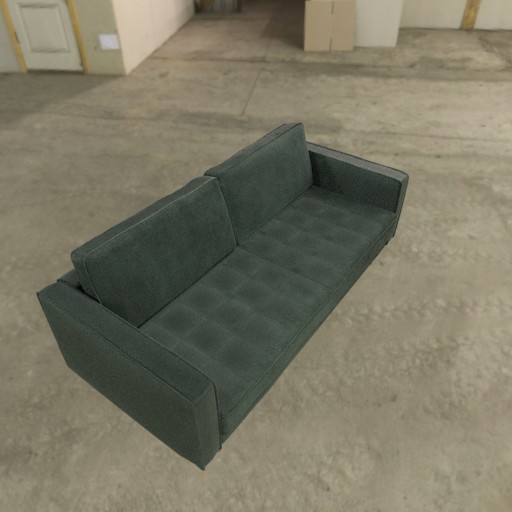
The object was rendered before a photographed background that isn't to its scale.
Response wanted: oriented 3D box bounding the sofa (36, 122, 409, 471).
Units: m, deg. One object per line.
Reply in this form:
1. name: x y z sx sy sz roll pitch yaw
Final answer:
1. sofa: 0.000 0.000 2.228 0.886 0.781 1.816 25 46 27
